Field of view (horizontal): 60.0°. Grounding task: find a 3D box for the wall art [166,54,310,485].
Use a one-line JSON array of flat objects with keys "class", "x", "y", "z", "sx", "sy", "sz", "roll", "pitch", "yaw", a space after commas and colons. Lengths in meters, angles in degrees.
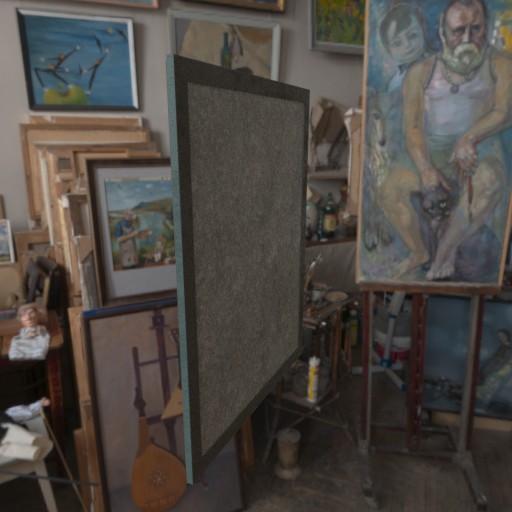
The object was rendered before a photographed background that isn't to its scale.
[{"class": "wall art", "x": 0.000, "y": 0.000, "z": 1.304, "sx": 0.030, "sy": 0.983, "sz": 0.767, "roll": 7, "pitch": 17, "yaw": 25}]
